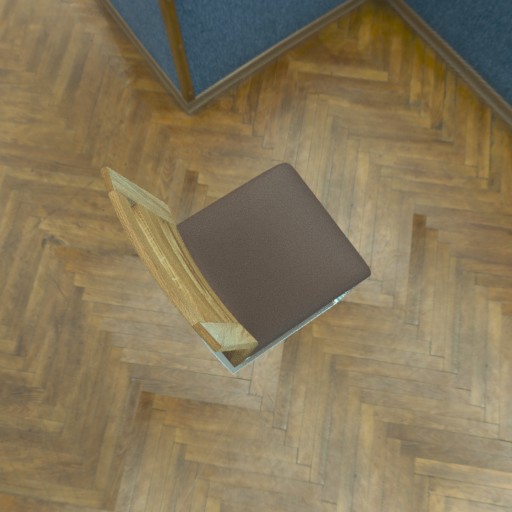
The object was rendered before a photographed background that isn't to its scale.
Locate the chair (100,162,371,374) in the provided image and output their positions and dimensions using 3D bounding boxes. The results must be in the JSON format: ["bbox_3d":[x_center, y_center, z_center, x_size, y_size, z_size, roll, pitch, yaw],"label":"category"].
[{"bbox_3d":[0.000,0.000,1.294,0.570,0.970,0.460,-33,77,-8],"label":"chair"}]
